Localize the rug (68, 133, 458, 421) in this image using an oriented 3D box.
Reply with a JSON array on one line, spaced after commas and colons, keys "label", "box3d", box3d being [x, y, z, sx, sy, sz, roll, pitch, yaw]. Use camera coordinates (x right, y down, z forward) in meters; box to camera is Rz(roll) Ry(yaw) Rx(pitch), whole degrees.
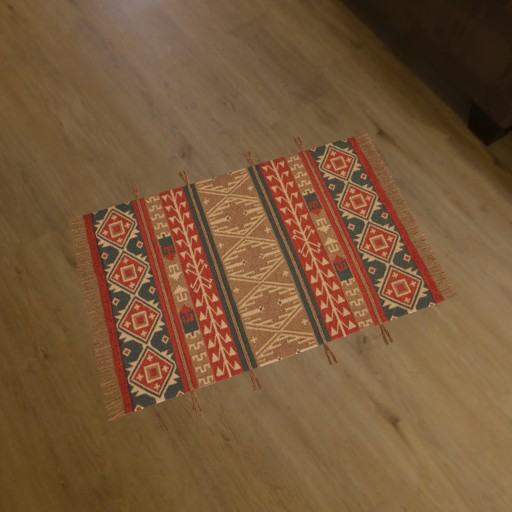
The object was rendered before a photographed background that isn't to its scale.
[{"label": "rug", "box3d": [0.000, 0.000, 2.606, 2.025, 0.040, 1.469, -18, 67, -8]}]
